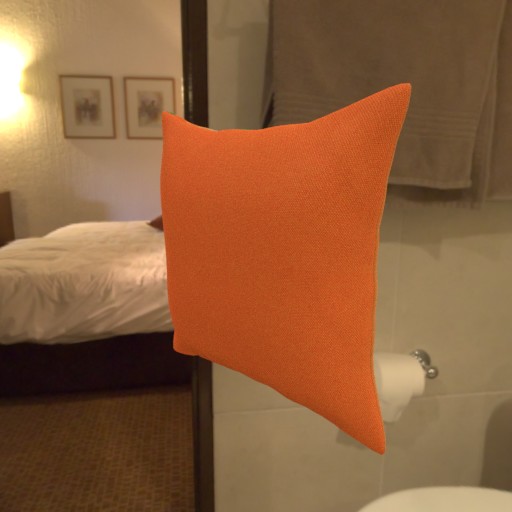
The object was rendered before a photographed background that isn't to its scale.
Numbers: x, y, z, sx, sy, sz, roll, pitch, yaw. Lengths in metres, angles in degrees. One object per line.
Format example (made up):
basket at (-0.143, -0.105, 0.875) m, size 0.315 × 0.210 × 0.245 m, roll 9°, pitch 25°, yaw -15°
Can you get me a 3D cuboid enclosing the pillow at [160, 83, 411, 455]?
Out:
pillow at (0.000, 0.000, 0.665) m, size 0.453 × 0.444 × 0.169 m, roll 12°, pitch 17°, yaw 43°
